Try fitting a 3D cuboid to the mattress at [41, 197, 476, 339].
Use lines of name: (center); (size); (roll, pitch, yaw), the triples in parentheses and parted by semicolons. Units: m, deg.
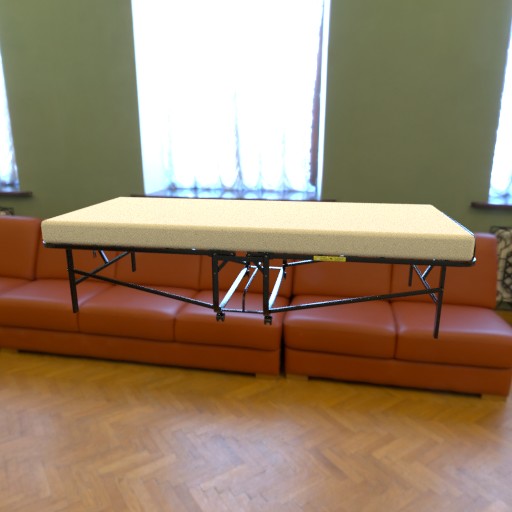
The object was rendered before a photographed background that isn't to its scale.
mattress: (0.000, 0.000, 2.571); (2.153, 0.519, 0.922); (3, 16, 9)
